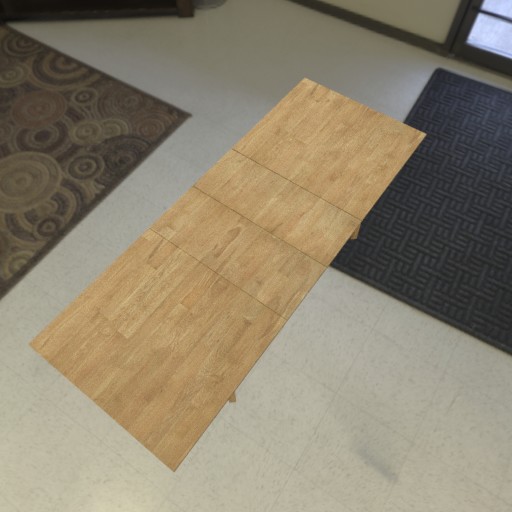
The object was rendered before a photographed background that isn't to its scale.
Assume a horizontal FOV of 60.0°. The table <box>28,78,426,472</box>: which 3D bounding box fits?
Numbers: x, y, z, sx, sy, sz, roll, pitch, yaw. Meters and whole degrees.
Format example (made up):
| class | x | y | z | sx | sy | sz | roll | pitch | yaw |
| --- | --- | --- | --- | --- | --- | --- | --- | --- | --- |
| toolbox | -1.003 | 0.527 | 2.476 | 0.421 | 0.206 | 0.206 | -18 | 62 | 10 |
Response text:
| class | x | y | z | sx | sy | sz | roll | pitch | yaw |
| --- | --- | --- | --- | --- | --- | --- | --- | --- | --- |
| table | 0.000 | 0.000 | 2.989 | 1.000 | 0.752 | 2.603 | 32 | 64 | 18 |
